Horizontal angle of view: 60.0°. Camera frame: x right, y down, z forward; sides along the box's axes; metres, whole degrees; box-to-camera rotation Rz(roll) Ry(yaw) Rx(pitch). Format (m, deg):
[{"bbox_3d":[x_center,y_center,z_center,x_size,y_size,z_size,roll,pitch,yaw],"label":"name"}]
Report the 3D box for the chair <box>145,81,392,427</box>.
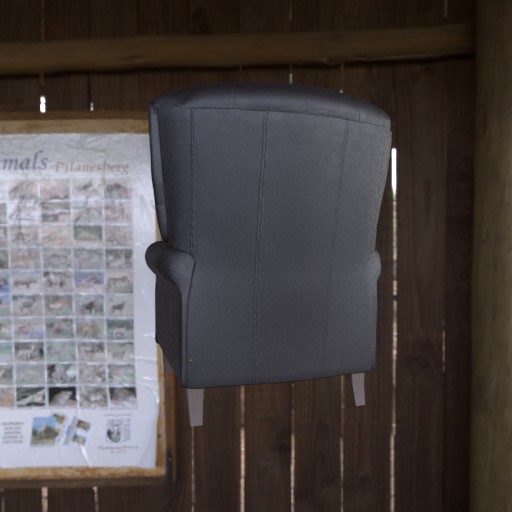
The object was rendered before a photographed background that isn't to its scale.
[{"bbox_3d":[0.000,0.000,1.896,0.948,1.158,1.058,0,0,-19],"label":"chair"}]
